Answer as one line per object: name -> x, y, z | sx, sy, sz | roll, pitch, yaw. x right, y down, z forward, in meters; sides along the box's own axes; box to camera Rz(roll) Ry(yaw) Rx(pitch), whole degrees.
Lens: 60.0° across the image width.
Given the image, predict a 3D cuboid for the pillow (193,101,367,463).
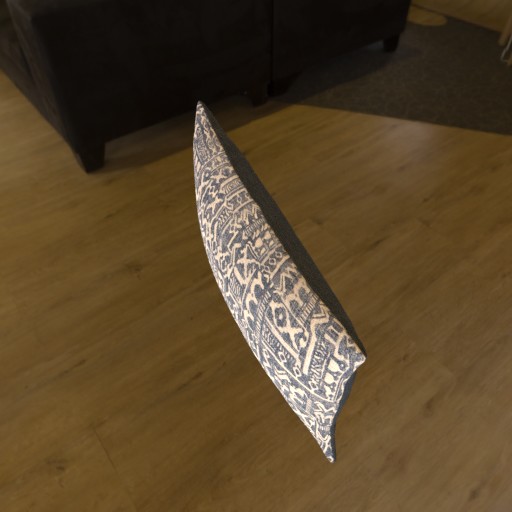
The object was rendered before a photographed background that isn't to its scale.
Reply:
pillow -> 0.000, 0.000, 0.765 | 0.148, 0.292, 0.631 | -16, 48, -15
